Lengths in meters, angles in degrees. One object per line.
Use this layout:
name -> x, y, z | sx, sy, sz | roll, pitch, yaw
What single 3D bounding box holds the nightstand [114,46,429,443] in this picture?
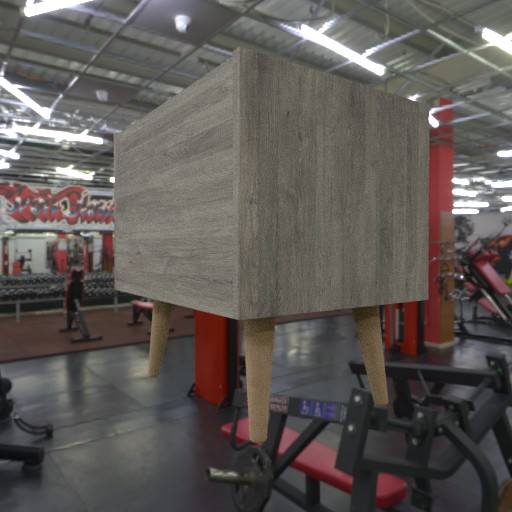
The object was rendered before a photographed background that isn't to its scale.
nightstand -> 0.000, 0.000, 0.828 | 0.380, 0.500, 0.480 | -1, 1, -35
